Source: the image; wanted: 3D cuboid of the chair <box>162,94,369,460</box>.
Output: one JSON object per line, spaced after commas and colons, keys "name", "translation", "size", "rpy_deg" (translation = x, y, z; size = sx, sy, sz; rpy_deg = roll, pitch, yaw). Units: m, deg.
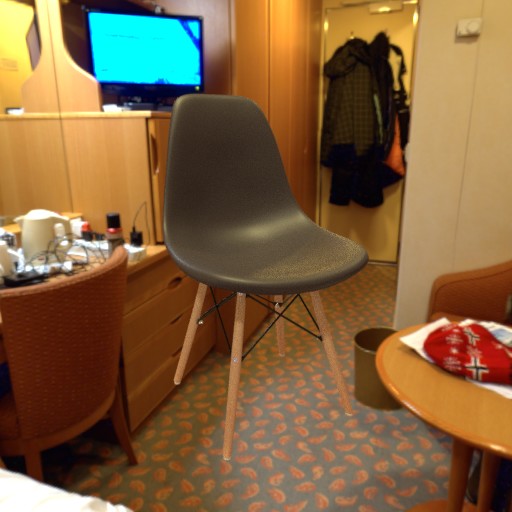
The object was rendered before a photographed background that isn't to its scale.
{"name": "chair", "translation": [0.000, 0.000, 1.155], "size": [0.470, 0.825, 0.533], "rpy_deg": [-8, 18, -26]}
